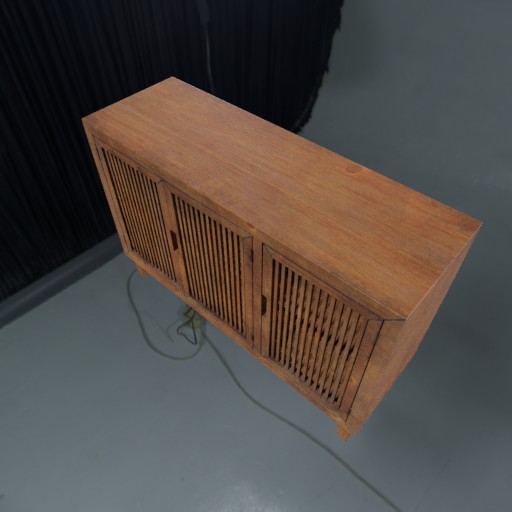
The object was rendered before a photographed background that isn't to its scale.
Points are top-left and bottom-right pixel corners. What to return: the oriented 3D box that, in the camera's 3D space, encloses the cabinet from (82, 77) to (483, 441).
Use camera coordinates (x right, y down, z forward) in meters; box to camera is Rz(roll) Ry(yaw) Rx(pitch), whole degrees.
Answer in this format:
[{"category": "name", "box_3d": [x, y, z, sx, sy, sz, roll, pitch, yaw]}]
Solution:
[{"category": "cabinet", "box_3d": [0.000, 0.000, 1.604, 1.204, 0.805, 0.403, 33, 56, 27]}]
